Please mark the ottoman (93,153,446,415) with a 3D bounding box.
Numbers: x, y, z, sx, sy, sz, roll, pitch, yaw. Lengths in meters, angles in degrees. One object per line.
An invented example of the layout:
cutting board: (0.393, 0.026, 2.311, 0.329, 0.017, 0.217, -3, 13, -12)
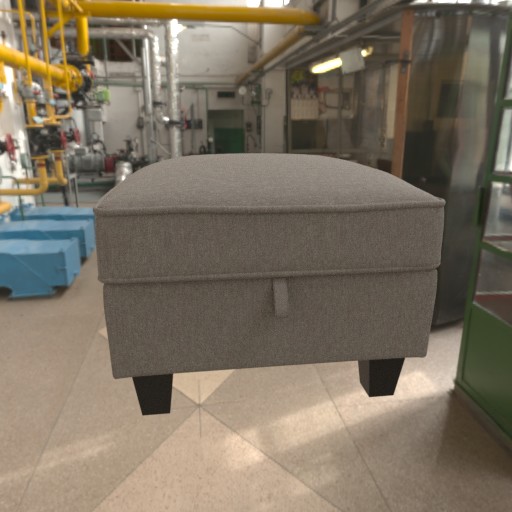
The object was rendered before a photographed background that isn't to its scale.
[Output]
ottoman: (0.000, 0.000, 1.384, 0.808, 0.612, 0.871, -2, 17, -7)
